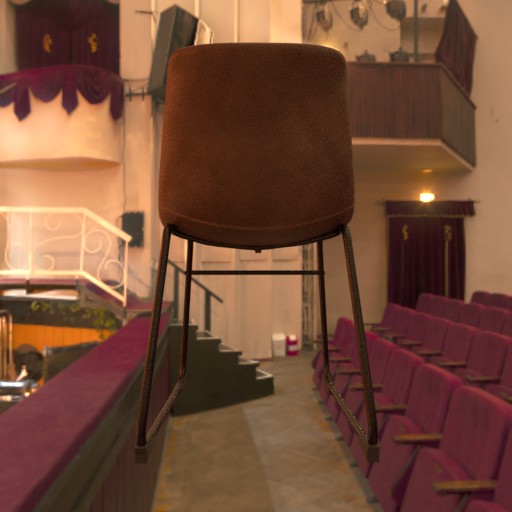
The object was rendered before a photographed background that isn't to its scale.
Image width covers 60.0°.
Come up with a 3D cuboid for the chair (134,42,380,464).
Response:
[{"bbox_3d":[0.000,0.000,1.068,0.460,0.780,0.551,0,-1,-1],"label":"chair"}]
